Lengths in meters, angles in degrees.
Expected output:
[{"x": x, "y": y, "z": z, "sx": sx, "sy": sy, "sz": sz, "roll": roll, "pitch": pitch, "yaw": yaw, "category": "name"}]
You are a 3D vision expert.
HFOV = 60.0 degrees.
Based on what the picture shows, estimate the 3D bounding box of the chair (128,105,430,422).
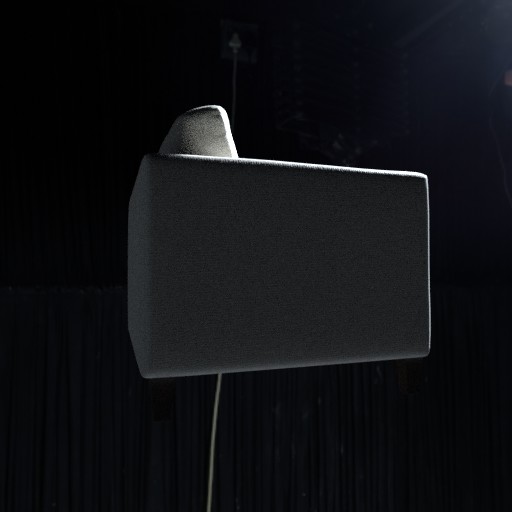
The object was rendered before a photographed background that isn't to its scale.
[{"x": 0.000, "y": 0.000, "z": 1.769, "sx": 0.959, "sy": 0.919, "sz": 0.996, "roll": 0, "pitch": -1, "yaw": -18, "category": "chair"}]
